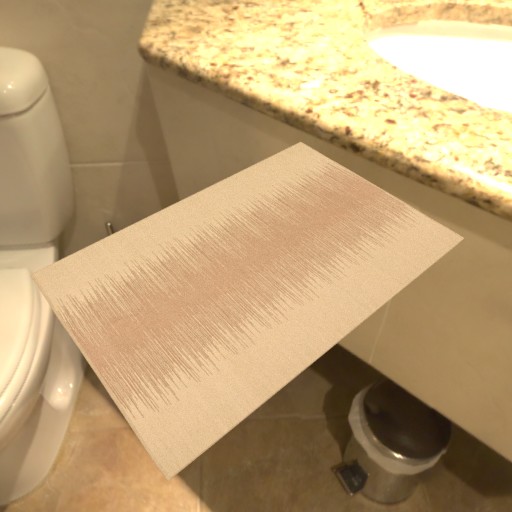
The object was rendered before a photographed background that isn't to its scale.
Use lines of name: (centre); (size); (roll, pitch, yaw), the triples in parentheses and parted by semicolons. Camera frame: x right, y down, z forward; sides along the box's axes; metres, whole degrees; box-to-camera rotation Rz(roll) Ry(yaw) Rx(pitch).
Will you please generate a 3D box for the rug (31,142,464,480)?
rug: (0.000, 0.000, 2.251); (1.850, 0.006, 1.234); (-32, 54, -27)
